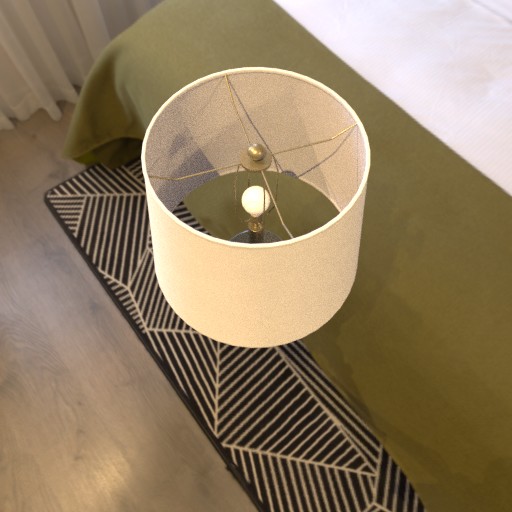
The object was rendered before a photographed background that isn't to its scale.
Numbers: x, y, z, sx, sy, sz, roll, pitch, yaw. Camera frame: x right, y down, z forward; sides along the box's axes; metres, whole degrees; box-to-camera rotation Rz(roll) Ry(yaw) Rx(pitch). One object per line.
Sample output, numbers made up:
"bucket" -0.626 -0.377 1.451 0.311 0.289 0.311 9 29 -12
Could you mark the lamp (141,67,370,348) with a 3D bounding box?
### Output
"lamp" 0.000 0.000 0.543 0.239 0.399 0.239 0 63 0
